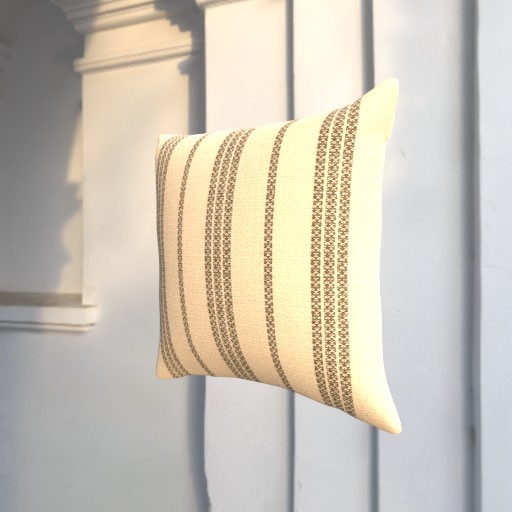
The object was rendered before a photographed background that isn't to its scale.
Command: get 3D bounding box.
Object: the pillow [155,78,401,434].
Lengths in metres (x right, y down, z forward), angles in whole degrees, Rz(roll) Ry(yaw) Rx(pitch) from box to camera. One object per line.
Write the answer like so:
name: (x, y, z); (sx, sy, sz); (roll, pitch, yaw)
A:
pillow: (0.000, 0.000, 0.622); (0.405, 0.406, 0.173); (0, -1, 36)
